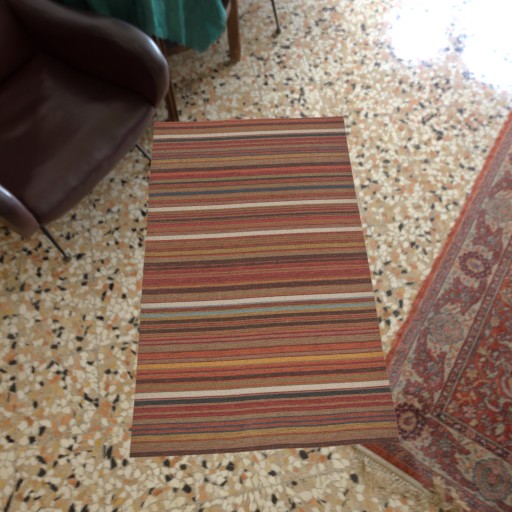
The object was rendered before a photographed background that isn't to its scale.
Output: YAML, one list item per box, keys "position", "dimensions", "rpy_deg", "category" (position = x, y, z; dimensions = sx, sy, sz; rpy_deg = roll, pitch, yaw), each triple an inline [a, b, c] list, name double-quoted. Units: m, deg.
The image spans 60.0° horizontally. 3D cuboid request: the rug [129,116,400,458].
- position: [0.000, 0.000, 3.017]
  dimensions: [1.523, 0.008, 2.438]
  rpy_deg: [-2, 64, -1]
  category: "rug"
